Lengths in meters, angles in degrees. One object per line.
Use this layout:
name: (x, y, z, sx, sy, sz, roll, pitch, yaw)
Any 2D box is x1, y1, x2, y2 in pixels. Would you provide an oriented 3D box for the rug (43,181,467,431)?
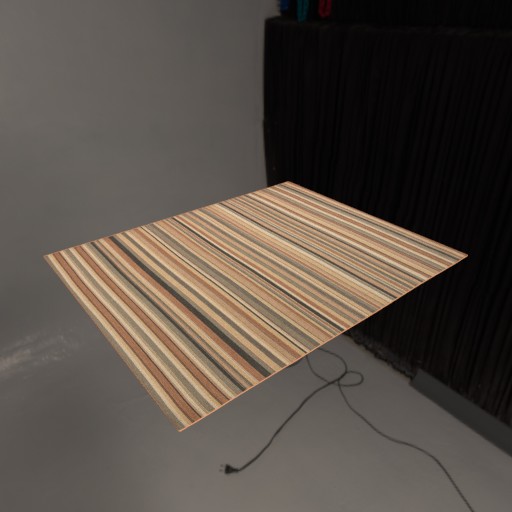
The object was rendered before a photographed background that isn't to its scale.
rug: (0.000, 0.000, 4.058, 3.045, 0.011, 2.436, -22, 37, -33)
